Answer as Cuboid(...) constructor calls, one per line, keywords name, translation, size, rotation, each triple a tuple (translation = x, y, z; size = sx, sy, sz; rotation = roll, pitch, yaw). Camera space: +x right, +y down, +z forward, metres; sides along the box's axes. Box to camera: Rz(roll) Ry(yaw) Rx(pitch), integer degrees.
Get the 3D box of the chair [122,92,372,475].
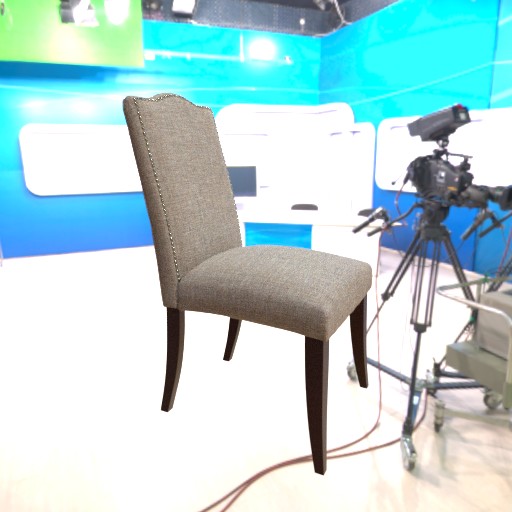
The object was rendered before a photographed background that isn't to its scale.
Cuboid(name="chair", translation=(0.000, 0.000, 1.416), size=(0.660, 1.016, 0.513), rotation=(7, 15, 26))
